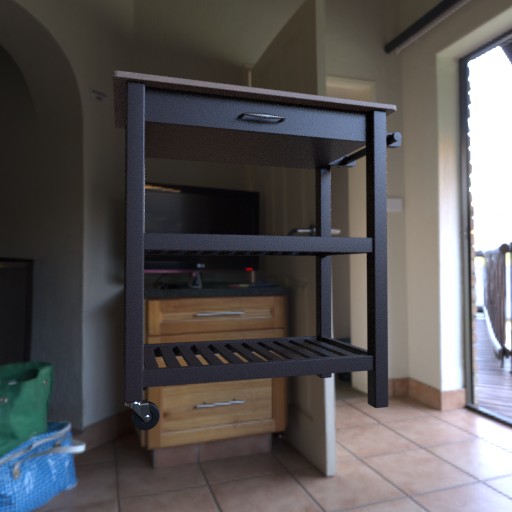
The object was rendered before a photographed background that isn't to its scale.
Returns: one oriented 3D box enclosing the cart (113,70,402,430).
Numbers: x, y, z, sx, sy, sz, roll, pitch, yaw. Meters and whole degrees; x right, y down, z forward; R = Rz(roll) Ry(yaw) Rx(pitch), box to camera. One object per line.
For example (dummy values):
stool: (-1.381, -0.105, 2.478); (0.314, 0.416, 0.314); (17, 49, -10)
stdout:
cart: (0.000, 0.000, 1.462); (0.899, 0.927, 0.457); (0, -2, -17)
